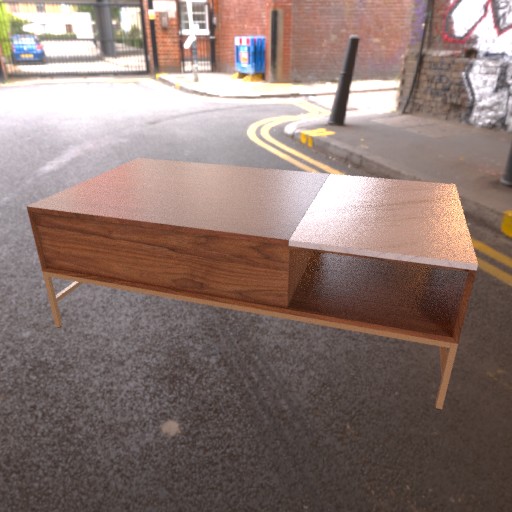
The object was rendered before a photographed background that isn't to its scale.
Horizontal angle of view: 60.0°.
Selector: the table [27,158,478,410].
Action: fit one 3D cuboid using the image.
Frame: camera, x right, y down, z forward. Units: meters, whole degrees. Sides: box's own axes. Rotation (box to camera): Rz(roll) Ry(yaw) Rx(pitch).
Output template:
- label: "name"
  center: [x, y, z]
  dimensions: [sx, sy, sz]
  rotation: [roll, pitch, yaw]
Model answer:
- label: "table"
  center: [0.000, 0.000, 1.908]
  dimensions: [1.553, 0.551, 0.789]
  rotation: [8, 27, 16]
